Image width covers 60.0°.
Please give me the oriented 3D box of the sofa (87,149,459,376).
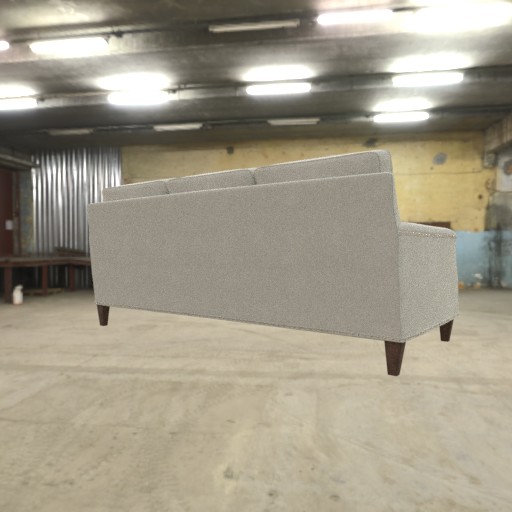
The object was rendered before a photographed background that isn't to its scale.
[{"bbox_3d":[0.000,0.000,2.868,2.246,1.003,1.084,1,1,37],"label":"sofa"}]
